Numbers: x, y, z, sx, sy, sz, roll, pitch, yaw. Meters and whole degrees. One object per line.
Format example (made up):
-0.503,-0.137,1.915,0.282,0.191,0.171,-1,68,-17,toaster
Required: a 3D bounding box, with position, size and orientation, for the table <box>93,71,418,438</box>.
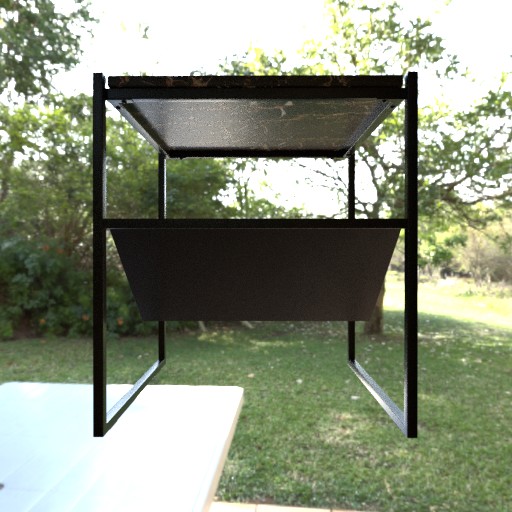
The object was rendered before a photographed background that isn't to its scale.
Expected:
0.000,0.000,0.854,0.469,0.534,0.432,0,0,0,table
